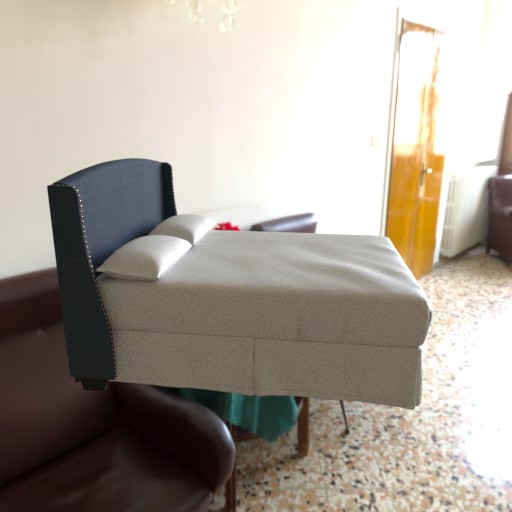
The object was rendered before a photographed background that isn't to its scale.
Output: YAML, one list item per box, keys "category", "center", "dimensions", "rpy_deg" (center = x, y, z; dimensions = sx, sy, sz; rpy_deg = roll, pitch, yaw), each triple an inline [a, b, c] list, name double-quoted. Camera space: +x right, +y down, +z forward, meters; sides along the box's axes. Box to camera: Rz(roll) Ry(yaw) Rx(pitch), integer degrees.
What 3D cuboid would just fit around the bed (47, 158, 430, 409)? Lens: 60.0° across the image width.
- category: "bed"
  center: [0.000, 0.000, 3.357]
  dimensions: [2.237, 1.407, 1.710]
  rpy_deg: [2, 17, 7]
